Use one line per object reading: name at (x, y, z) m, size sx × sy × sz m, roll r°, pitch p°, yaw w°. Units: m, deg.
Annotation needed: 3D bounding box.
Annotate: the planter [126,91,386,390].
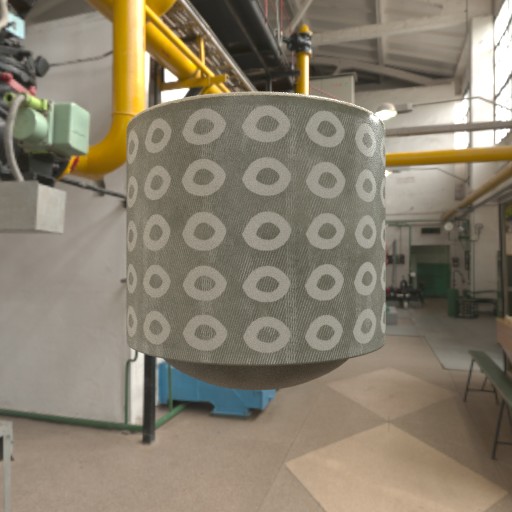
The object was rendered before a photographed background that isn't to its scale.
planter at (0.000, 0.000, 0.339) m, size 0.190 × 0.181 × 0.190 m, roll 0°, pitch 0°, yaw 0°
